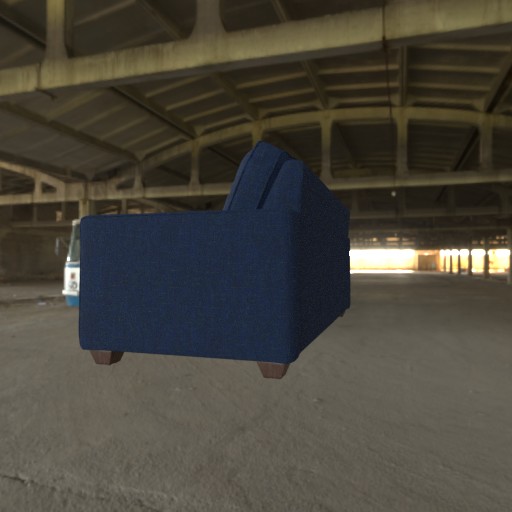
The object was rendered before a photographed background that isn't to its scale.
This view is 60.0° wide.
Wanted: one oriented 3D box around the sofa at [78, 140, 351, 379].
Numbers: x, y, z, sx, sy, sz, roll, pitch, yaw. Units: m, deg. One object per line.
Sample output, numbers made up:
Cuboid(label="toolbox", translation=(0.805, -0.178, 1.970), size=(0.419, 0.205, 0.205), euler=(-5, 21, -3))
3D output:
Cuboid(label="sofa", translation=(0.000, 0.000, 2.658), size=(0.940, 0.919, 2.080), euler=(0, -1, 18))
